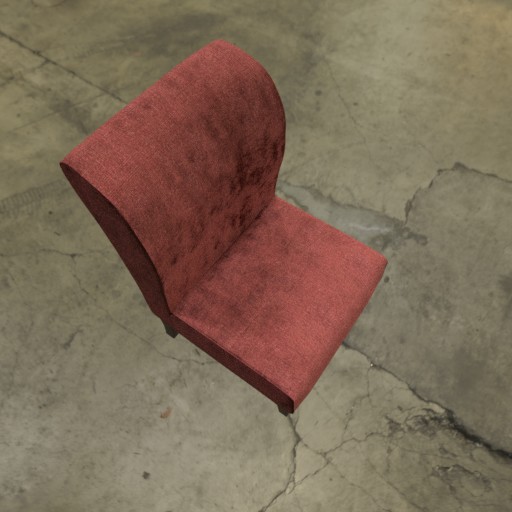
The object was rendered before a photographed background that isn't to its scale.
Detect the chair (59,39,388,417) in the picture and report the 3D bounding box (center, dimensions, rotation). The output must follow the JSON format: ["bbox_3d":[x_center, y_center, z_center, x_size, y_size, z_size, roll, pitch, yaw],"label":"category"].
[{"bbox_3d":[0.000,0.000,1.259,0.640,0.846,0.538,32,63,18],"label":"chair"}]
